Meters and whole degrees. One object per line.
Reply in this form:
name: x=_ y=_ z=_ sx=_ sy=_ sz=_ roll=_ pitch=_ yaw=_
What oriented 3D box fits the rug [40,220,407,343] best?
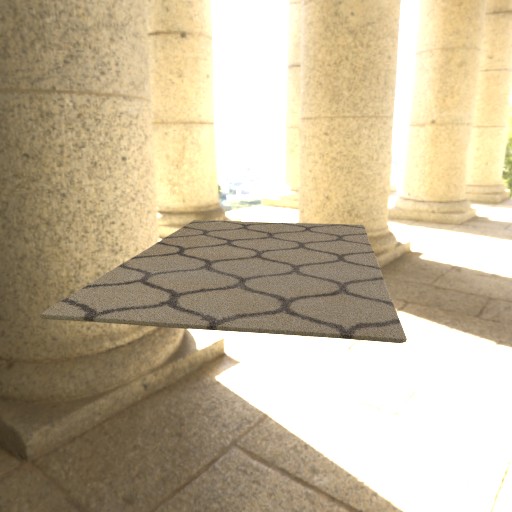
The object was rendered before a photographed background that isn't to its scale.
rug: x=0.000 y=0.000 z=3.385 sx=1.801 sy=0.026 sz=2.701 roll=2 pitch=15 yaw=9
